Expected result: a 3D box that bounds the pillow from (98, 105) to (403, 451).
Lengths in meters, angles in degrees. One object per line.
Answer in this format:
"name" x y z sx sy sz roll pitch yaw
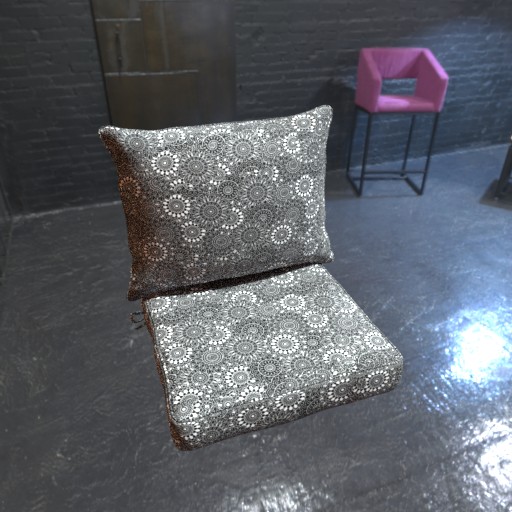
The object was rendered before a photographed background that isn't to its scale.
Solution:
"pillow" 0.000 0.000 1.358 0.798 0.722 0.740 -10 33 -16
